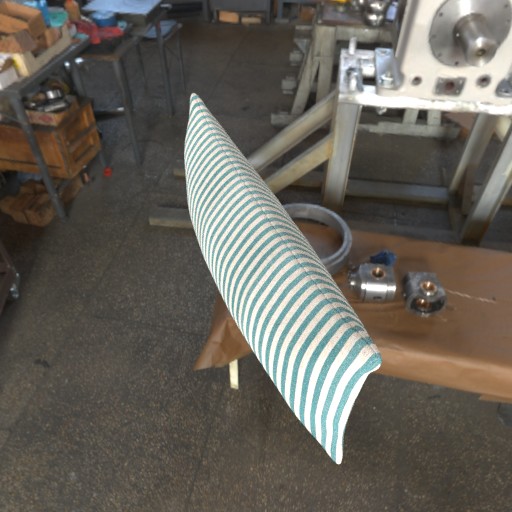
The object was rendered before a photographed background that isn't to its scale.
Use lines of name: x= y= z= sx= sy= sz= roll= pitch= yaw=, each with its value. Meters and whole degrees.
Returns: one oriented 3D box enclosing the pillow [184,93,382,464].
pillow: x=0.000 y=0.000 z=0.731 sx=0.151 sy=0.295 sz=0.617 roll=-17 pitch=48 yaw=-16
